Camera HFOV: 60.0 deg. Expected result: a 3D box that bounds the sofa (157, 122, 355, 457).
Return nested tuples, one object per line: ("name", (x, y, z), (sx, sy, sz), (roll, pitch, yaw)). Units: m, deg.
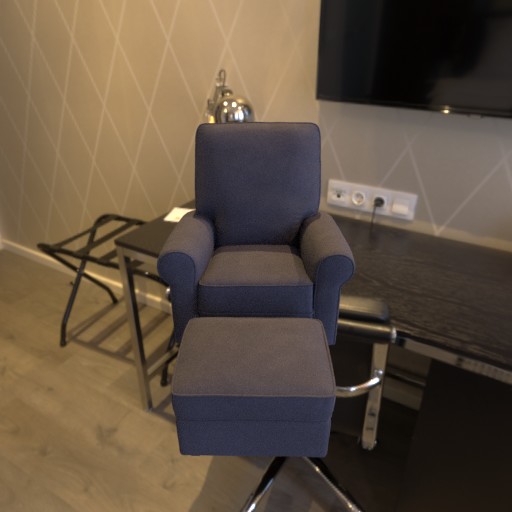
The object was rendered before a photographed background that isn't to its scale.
("sofa", (0.000, 0.000, 2.032), (0.880, 0.959, 1.478), (0, 28, 1))
